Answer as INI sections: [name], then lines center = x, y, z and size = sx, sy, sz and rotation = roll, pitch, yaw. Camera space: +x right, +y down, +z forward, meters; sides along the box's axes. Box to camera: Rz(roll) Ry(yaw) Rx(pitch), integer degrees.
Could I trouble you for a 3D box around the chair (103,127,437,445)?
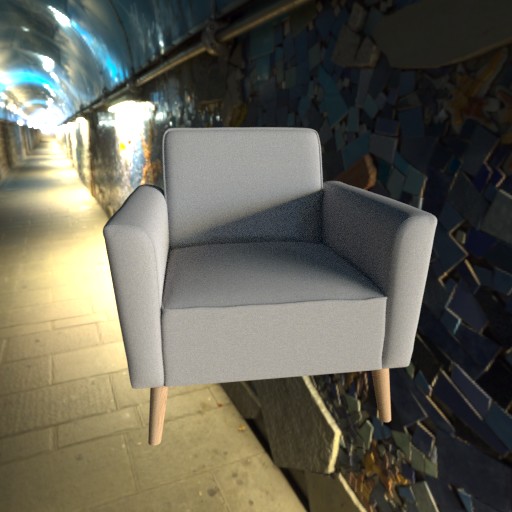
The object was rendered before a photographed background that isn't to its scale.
[chair]
center = 0.000, 0.000, 1.396
size = 0.780, 0.780, 0.750
rotation = -2, 16, -8
